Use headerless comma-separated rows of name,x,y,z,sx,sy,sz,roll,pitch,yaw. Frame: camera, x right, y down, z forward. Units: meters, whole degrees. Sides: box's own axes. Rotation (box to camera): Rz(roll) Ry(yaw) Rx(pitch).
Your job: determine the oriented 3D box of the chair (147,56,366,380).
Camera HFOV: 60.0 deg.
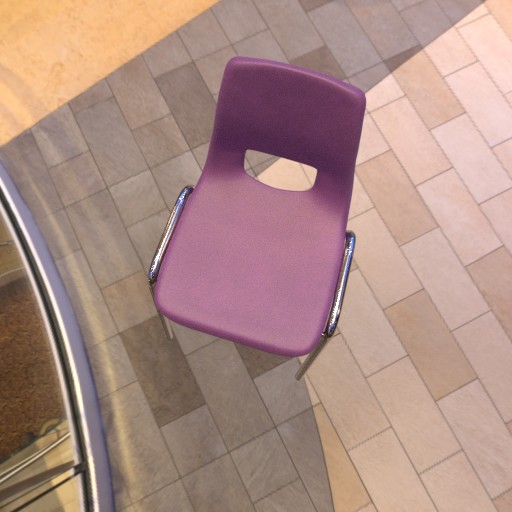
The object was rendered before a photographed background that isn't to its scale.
chair,0.000,0.000,0.912,0.381,0.654,0.432,16,77,4
